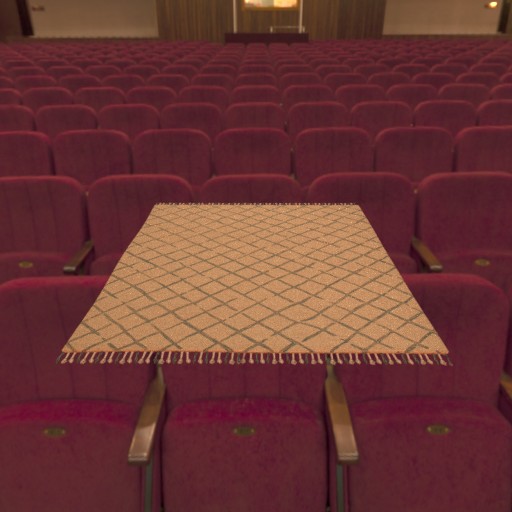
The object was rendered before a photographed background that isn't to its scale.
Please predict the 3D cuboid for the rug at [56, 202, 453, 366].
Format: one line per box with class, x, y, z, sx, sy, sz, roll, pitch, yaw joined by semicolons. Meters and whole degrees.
rug;0.000;0.000;4.786;2.892;0.036;3.585;0;26;0
